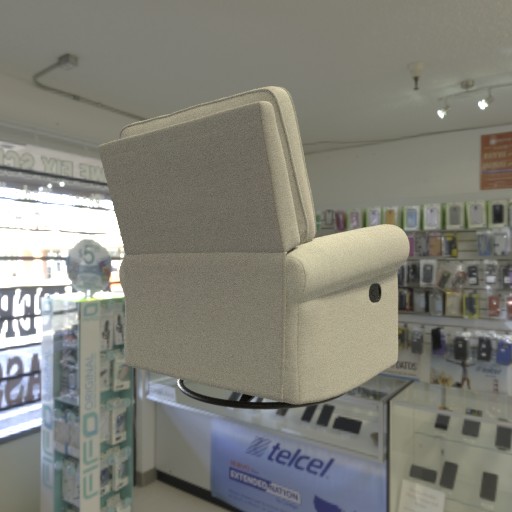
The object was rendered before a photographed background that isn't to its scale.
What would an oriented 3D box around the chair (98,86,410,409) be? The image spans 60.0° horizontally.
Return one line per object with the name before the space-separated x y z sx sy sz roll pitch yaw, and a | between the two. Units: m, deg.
chair | 0.000 0.000 1.657 0.890 0.960 0.878 0 -1 38
